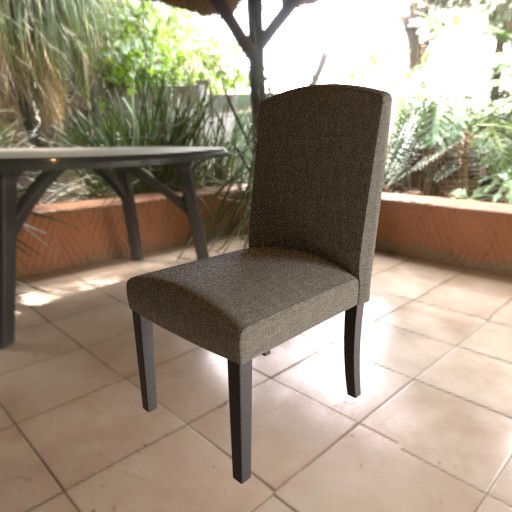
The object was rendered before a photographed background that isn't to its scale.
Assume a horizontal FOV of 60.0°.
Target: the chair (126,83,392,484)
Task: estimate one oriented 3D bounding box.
[{"bbox_3d":[0.000,0.000,1.212,0.451,0.917,0.580,15,21,42],"label":"chair"}]
